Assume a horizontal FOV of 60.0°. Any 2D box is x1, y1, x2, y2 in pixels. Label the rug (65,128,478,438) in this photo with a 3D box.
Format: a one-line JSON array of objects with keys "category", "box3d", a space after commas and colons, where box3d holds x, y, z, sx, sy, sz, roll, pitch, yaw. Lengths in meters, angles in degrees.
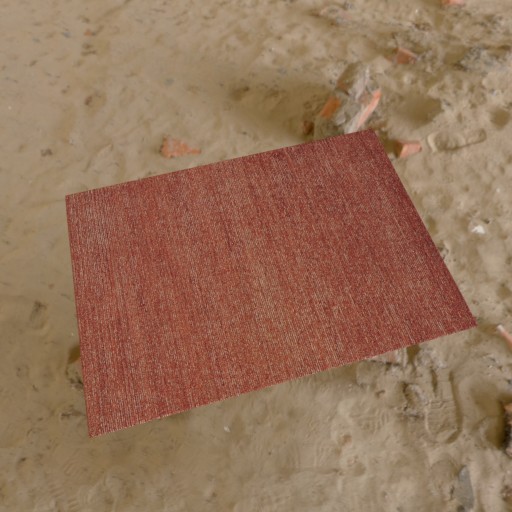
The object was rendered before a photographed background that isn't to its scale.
[{"category": "rug", "box3d": [0.000, 0.000, 4.928, 3.965, 0.025, 2.803, -14, 63, -7]}]
